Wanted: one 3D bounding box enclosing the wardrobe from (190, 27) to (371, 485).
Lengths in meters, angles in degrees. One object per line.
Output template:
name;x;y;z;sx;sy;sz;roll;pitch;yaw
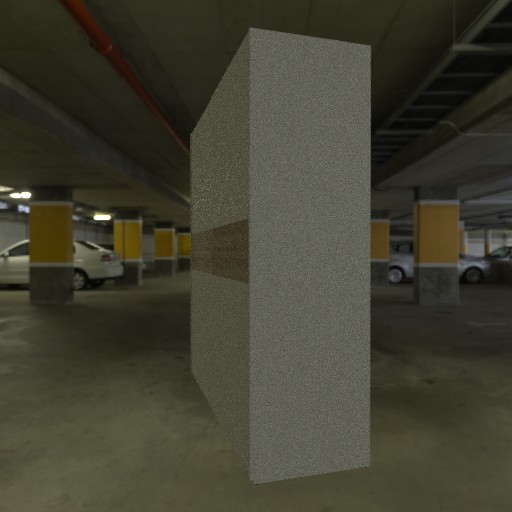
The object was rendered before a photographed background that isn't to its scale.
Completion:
wardrobe;0.000;0.000;2.915;0.600;2.020;1.830;0;0;-17
